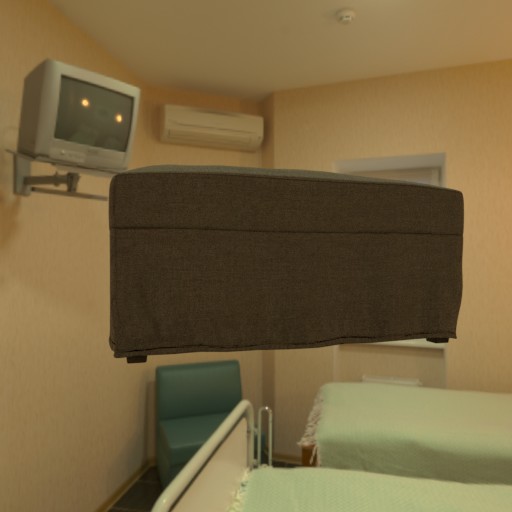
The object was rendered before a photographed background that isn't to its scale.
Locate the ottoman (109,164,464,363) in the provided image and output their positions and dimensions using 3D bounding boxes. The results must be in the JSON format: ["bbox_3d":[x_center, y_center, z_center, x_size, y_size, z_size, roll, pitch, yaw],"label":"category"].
[{"bbox_3d":[0.000,0.000,1.349,0.843,0.436,0.840,0,-1,-17],"label":"ottoman"}]
